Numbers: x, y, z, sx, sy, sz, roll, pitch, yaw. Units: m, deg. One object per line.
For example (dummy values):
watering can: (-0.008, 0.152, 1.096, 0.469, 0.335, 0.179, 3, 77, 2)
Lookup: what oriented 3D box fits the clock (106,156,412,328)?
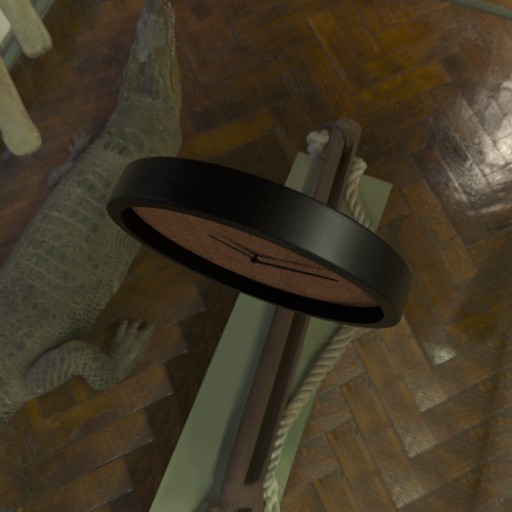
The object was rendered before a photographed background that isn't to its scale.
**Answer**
clock: (0.000, 0.000, 0.469, 0.314, 0.314, 0.040, 20, 77, 5)
